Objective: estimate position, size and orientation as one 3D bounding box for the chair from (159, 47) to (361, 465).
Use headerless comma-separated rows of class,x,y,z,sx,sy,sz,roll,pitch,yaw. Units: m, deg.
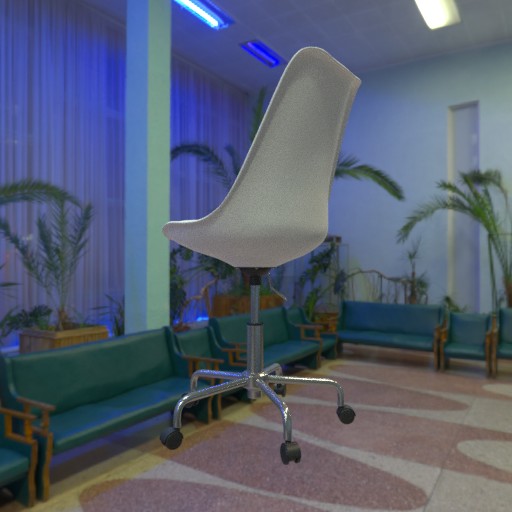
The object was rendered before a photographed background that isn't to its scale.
chair,0.000,0.000,1.232,0.550,0.930,0.550,0,-1,36
